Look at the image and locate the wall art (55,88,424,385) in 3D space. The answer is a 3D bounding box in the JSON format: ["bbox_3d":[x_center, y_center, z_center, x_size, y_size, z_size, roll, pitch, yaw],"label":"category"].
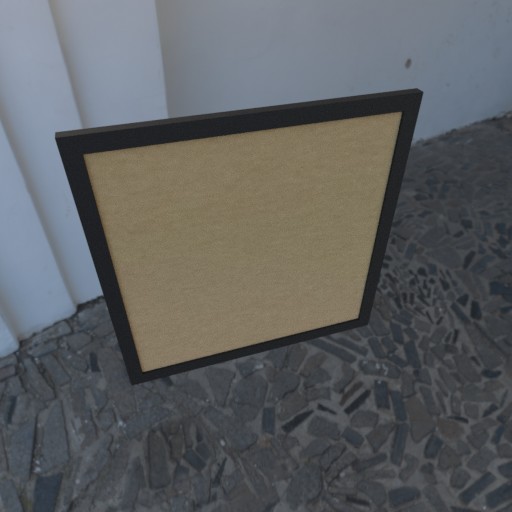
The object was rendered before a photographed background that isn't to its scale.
[{"bbox_3d":[0.000,0.000,0.531,0.358,0.357,0.012,-11,41,-13],"label":"wall art"}]
